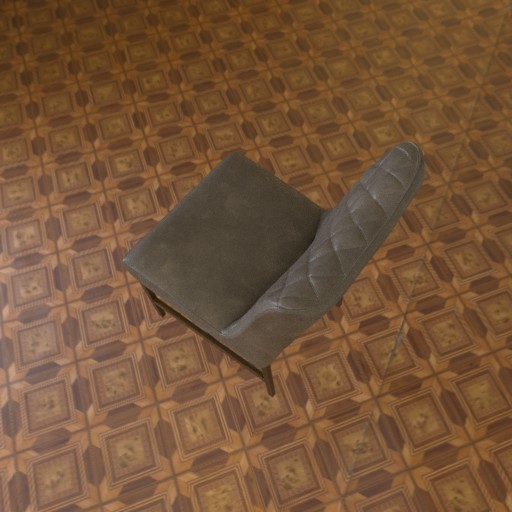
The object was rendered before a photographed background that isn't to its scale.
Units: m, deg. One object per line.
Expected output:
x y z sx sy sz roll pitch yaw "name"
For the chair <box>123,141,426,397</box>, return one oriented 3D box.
0.000 0.000 1.254 0.587 0.889 0.508 35 69 16 "chair"
